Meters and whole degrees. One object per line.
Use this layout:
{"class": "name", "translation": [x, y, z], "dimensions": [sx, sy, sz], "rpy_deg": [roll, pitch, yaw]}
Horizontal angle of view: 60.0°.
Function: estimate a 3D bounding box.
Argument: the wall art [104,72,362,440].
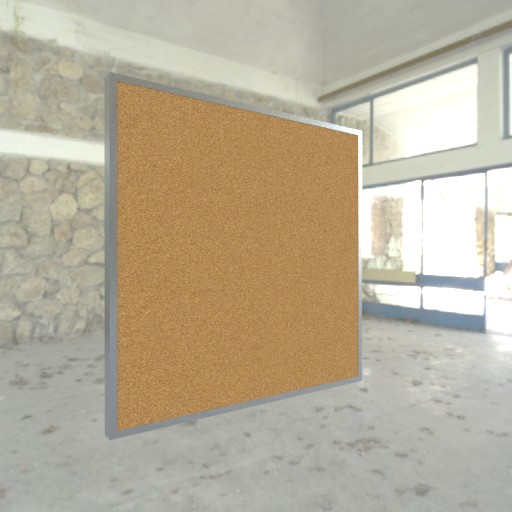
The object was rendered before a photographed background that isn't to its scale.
{"class": "wall art", "translation": [0.000, 0.000, 1.216], "dimensions": [0.806, 0.806, 0.038], "rpy_deg": [0, 0, -35]}
